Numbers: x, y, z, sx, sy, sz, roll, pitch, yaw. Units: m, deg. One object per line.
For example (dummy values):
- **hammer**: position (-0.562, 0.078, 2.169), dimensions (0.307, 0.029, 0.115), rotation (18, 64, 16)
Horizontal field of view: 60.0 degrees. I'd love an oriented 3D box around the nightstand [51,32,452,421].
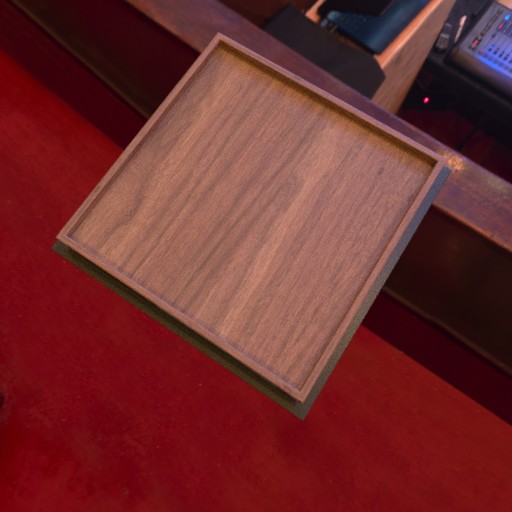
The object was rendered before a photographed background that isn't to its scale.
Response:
- **nightstand**: position (0.000, 0.000, 0.862), dimensions (0.397, 0.607, 0.397), rotation (32, 78, 8)
